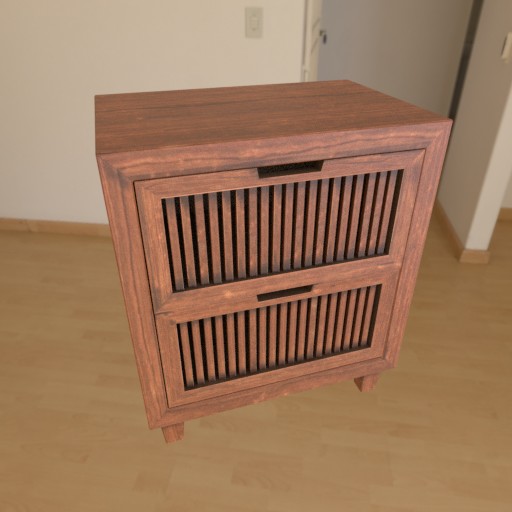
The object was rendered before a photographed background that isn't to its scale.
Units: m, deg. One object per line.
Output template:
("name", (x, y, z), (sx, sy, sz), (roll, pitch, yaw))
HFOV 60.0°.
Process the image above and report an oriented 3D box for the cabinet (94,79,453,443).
("cabinet", (0.000, 0.000, 1.056), (0.607, 0.695, 0.410), (-9, 33, -15))
